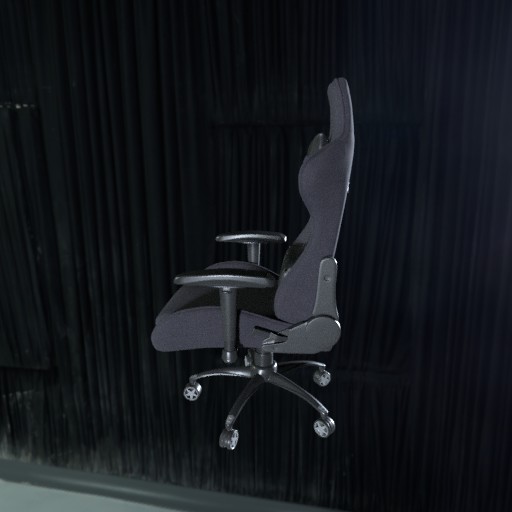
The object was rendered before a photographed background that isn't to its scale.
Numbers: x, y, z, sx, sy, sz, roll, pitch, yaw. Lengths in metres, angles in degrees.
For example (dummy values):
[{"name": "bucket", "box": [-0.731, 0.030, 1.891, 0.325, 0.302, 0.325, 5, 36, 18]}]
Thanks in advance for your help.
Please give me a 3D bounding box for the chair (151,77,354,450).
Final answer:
[{"name": "chair", "box": [0.000, 0.000, 1.747, 0.695, 1.300, 0.730, 2, 14, 7]}]
